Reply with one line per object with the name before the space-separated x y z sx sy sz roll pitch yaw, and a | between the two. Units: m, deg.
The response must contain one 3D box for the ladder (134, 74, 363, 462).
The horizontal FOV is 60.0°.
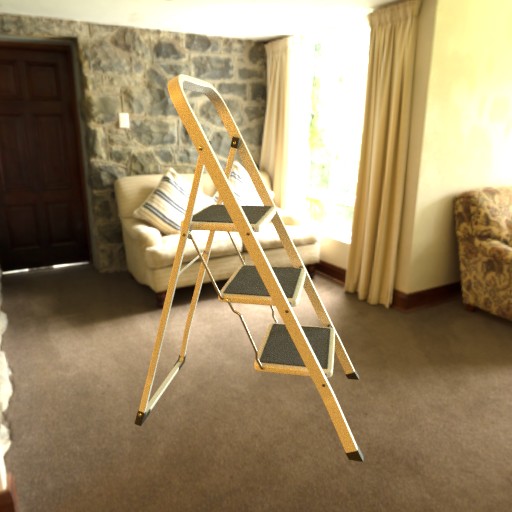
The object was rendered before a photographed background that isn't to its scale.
ladder | 0.000 0.000 1.394 0.711 1.050 0.460 3 16 11
